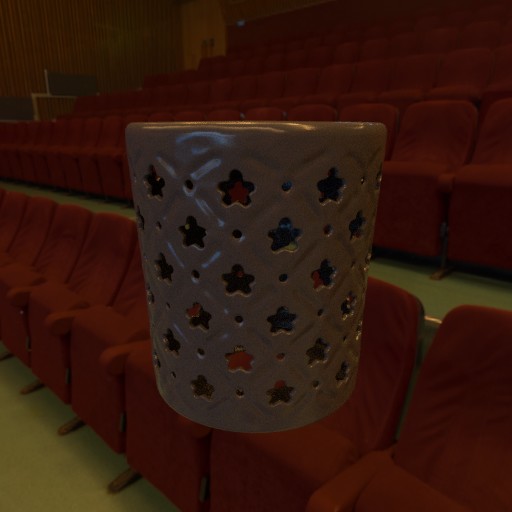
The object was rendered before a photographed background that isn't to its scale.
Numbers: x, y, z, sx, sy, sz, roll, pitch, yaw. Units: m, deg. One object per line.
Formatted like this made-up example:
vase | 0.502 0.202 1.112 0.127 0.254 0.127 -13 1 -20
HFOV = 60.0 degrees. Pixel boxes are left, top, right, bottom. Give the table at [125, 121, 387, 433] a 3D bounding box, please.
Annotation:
table | 0.000 0.000 0.664 0.352 0.387 0.352 0 16 0
